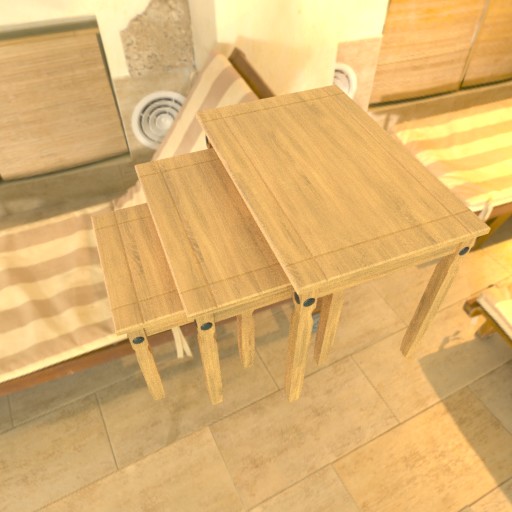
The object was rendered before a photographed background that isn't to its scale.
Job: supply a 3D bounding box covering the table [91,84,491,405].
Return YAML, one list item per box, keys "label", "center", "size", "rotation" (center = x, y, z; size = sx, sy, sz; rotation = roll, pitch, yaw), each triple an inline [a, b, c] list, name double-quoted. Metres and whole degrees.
- label: "table"
  center: [0.000, 0.000, 1.213]
  size: [0.773, 0.535, 0.660]
  rotation: [-16, 50, -14]
